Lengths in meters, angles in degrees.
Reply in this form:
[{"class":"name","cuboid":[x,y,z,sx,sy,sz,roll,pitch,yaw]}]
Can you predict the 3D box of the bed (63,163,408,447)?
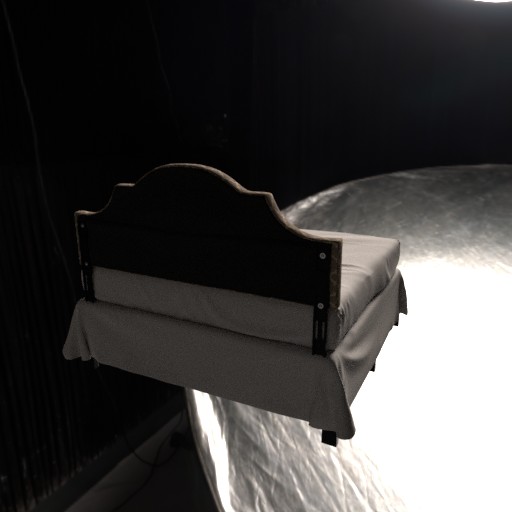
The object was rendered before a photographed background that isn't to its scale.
[{"class":"bed","cuboid":[0.000,0.000,3.686,2.314,1.601,2.222,8,17,27]}]
